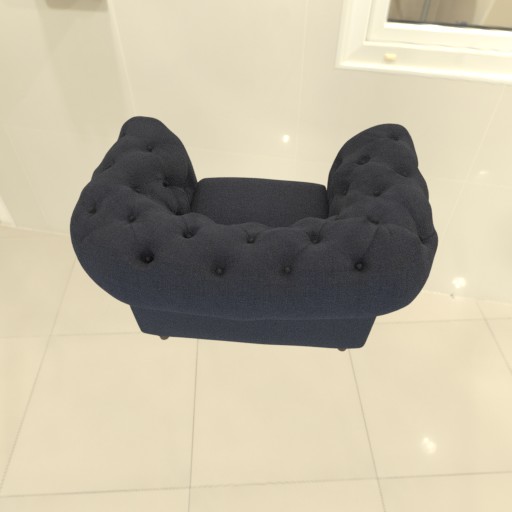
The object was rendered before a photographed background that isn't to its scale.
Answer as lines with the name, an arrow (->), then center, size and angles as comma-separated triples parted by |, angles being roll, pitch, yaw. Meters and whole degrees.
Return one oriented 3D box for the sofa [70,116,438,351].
sofa -> 0.000, 0.000, 2.005 | 1.405, 0.878, 1.032 | 3, 46, 3
